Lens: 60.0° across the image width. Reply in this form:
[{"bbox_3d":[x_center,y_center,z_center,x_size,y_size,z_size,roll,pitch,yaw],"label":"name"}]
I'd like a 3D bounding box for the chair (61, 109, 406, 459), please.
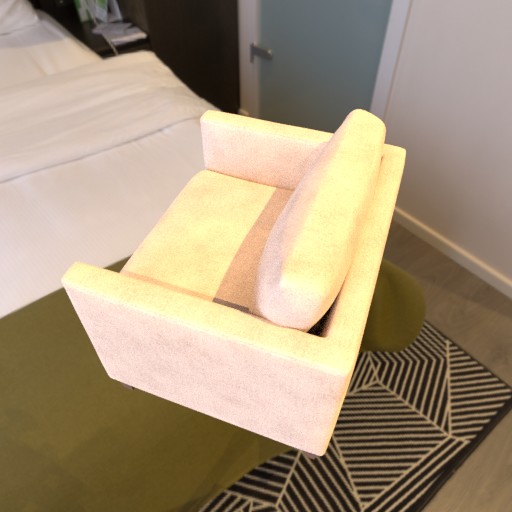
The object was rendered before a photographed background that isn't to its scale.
[{"bbox_3d":[0.000,0.000,1.813,0.959,0.961,1.133,15,49,14],"label":"chair"}]
